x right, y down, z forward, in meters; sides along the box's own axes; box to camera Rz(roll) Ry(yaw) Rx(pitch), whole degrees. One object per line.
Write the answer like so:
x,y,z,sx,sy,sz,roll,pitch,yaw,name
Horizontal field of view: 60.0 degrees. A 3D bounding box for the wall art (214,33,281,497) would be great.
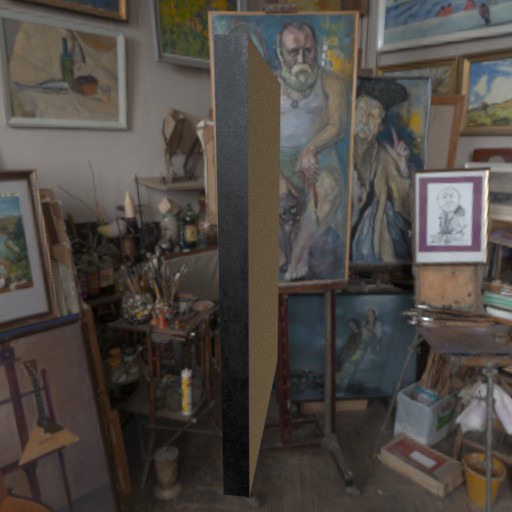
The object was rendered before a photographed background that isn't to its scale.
0.000,0.000,0.574,0.031,0.457,0.313,2,14,8,wall art
